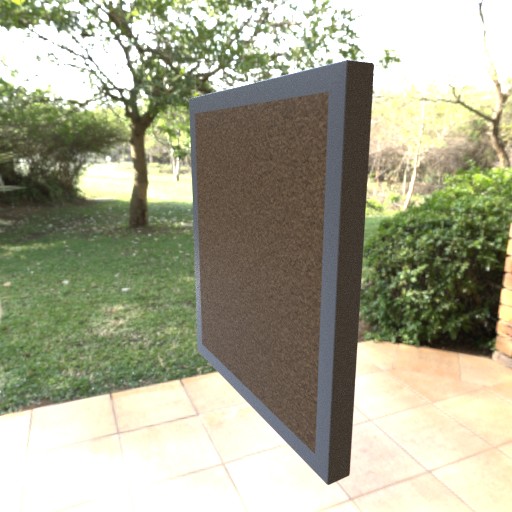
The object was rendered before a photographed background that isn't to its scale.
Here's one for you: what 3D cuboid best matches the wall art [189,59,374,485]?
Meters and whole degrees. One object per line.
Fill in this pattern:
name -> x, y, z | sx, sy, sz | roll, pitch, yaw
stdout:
wall art -> 0.000, 0.000, 0.526 | 0.028, 0.381, 0.331 | -8, 16, -28
